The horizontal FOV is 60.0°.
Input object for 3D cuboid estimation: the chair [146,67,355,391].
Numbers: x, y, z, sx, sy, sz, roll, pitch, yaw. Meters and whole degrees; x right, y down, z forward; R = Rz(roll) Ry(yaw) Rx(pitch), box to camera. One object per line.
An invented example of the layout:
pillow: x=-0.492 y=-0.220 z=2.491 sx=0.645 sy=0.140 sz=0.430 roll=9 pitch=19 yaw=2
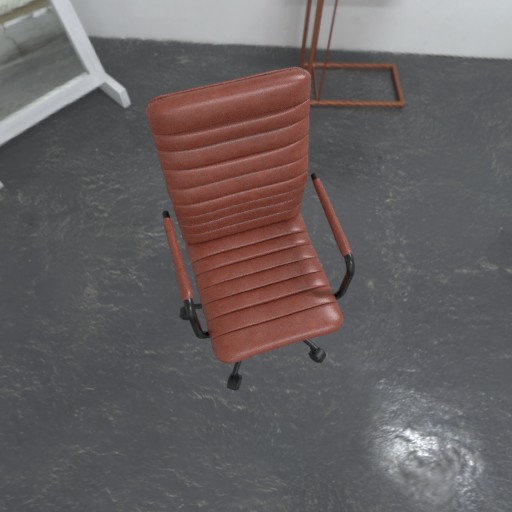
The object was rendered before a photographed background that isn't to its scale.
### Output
chair: x=0.000 y=0.000 z=1.383 sx=0.608 sy=0.979 sz=0.580 roll=-15 pitch=64 yaw=-8
